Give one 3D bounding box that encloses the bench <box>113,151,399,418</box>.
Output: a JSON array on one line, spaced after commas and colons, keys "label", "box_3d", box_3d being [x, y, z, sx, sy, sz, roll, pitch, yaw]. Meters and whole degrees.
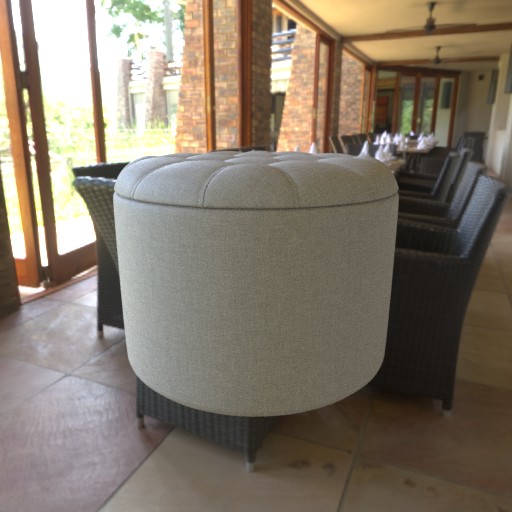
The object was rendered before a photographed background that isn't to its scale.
[{"label": "bench", "box_3d": [0.000, 0.000, 1.012, 0.600, 0.453, 0.600, 0, 16, 0]}]
